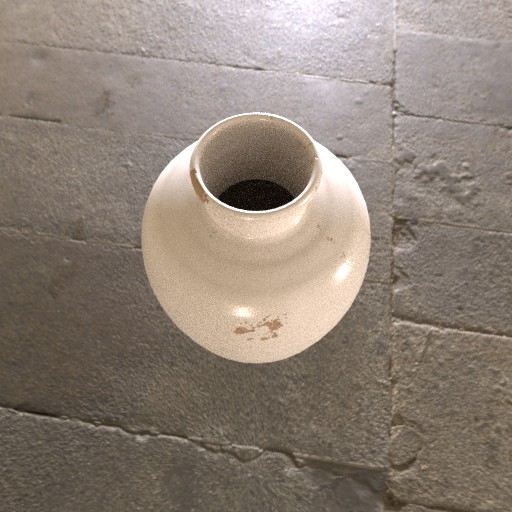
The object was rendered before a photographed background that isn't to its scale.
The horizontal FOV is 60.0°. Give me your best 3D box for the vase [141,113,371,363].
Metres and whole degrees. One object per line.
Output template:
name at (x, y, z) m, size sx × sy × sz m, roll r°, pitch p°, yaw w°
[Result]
vase at (0.000, 0.000, 0.337) m, size 0.158 × 0.228 × 0.158 m, roll 0°, pitch 64°, yaw 0°
